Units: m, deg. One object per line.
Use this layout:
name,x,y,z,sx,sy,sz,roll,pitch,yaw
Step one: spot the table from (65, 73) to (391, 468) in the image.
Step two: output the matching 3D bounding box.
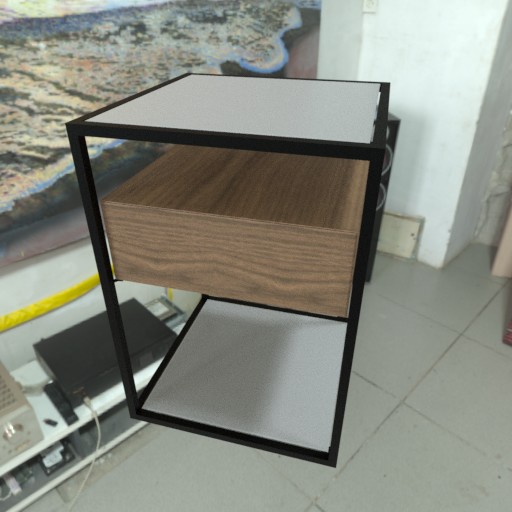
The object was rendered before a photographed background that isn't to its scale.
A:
table,0.000,0.000,0.791,0.378,0.540,0.378,8,32,13
